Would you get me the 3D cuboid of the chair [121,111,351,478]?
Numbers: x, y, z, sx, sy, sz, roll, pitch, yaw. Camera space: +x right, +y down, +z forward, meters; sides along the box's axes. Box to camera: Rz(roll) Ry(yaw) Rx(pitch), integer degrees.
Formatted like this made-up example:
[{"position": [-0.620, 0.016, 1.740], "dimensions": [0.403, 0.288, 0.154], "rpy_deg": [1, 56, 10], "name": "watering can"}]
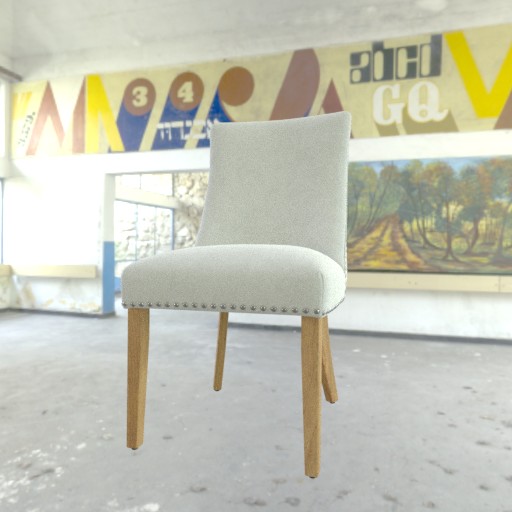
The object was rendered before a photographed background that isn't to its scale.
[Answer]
[{"position": [0.000, 0.000, 1.236], "dimensions": [0.495, 0.902, 0.610], "rpy_deg": [0, 1, 18], "name": "chair"}]
